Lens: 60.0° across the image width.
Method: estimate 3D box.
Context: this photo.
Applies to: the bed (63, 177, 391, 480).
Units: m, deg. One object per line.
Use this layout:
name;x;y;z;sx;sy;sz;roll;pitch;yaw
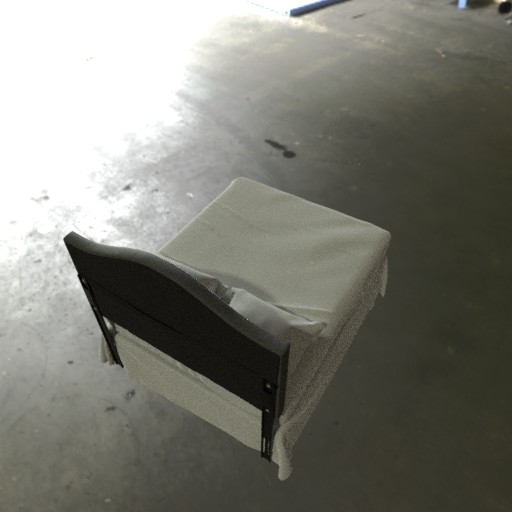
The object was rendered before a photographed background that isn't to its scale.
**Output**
bed;0.000;0.000;3.529;1.876;1.645;2.221;24;51;22
